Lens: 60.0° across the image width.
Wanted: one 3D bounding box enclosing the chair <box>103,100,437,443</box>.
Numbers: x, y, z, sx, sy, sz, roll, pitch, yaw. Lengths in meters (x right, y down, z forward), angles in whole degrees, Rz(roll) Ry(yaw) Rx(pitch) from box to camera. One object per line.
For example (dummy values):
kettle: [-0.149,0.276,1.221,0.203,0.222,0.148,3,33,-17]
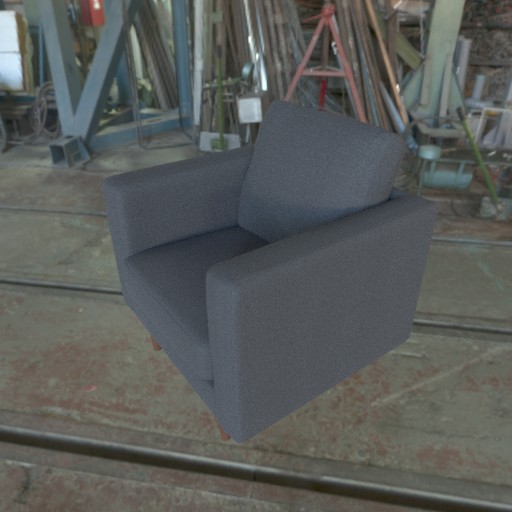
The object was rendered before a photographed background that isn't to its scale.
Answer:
chair: [0.000,0.000,1.565,0.800,0.927,0.854,-20,36,-30]
